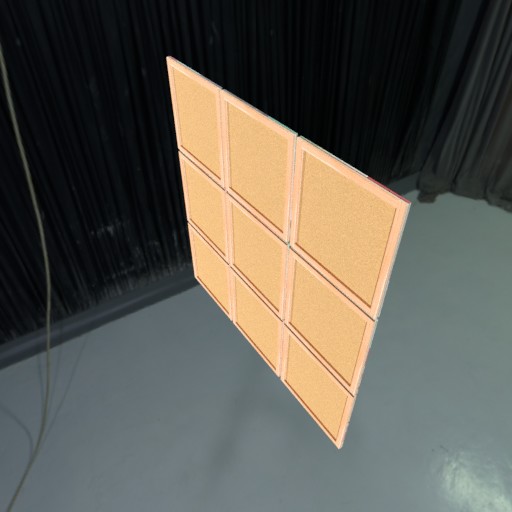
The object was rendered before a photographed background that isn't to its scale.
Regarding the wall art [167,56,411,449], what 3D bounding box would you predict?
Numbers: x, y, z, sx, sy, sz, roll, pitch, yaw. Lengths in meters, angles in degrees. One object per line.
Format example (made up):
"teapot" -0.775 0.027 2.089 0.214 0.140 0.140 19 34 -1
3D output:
"wall art" 0.000 0.000 1.333 0.012 0.910 0.911 -25 48 -25
